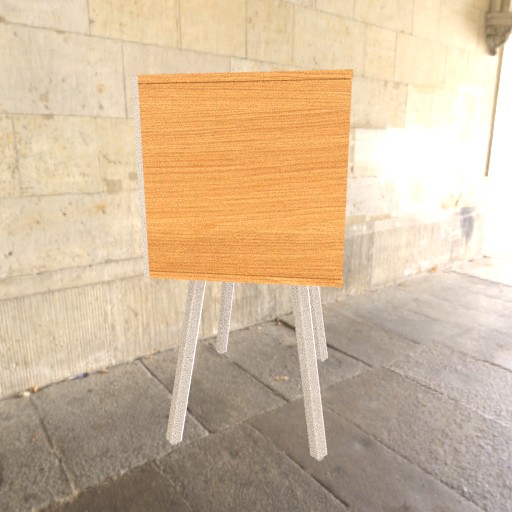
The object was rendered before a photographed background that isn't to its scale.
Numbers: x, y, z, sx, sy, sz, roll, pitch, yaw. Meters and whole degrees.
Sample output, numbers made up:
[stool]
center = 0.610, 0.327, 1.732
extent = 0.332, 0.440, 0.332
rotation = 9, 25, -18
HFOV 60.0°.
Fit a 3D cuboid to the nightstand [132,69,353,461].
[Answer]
[nightstand]
center = 0.000, 0.000, 0.854
extent = 0.316, 0.601, 0.400
rotation = 2, 14, 9
